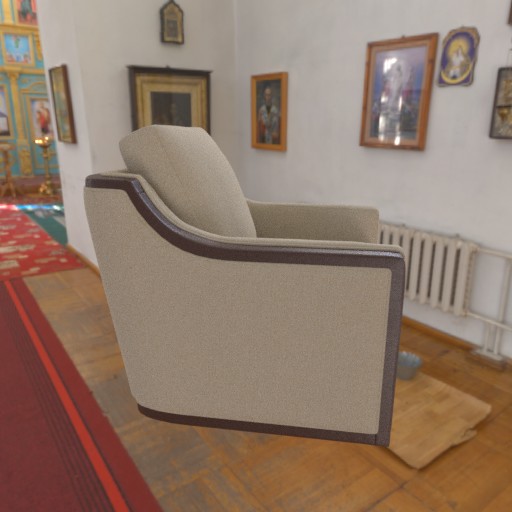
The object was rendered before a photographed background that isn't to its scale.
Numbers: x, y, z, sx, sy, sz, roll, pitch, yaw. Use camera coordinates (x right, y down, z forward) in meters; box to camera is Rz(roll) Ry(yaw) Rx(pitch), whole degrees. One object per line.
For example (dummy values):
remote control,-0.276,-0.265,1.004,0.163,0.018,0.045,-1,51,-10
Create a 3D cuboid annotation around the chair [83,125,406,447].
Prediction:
chair,0.000,0.000,1.650,0.950,0.930,0.870,2,16,9
